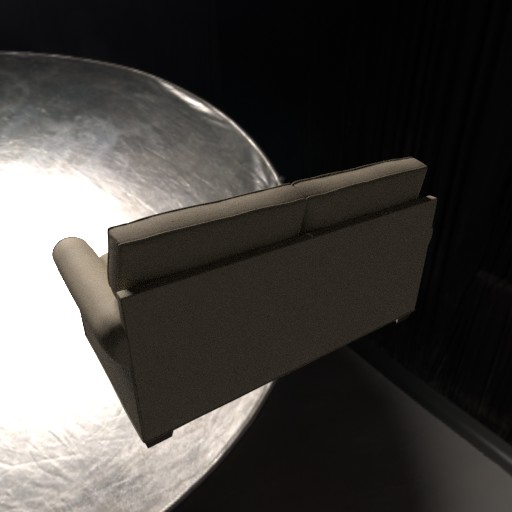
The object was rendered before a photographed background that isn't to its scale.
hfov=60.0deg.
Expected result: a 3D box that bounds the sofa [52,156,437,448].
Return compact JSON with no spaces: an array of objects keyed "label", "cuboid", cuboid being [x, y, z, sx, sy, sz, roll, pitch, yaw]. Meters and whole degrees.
[{"label":"sofa","cuboid":[0.000,0.000,2.257,1.774,0.933,0.861,-18,33,-29]}]
